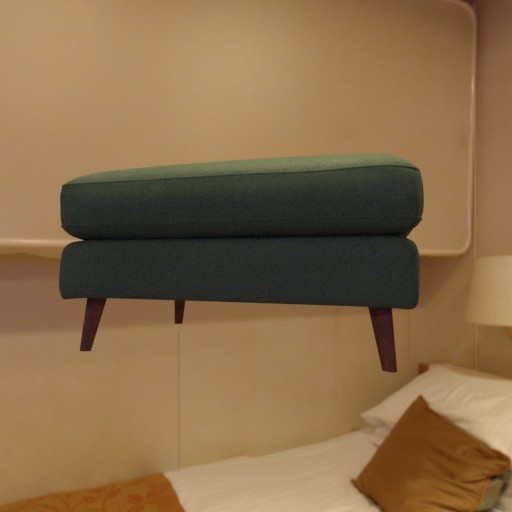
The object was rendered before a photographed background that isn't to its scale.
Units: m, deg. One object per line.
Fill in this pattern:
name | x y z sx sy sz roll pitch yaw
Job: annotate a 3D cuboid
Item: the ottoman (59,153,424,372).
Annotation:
ottoman | 0.000 0.000 1.178 0.811 0.449 0.608 0 -1 17
